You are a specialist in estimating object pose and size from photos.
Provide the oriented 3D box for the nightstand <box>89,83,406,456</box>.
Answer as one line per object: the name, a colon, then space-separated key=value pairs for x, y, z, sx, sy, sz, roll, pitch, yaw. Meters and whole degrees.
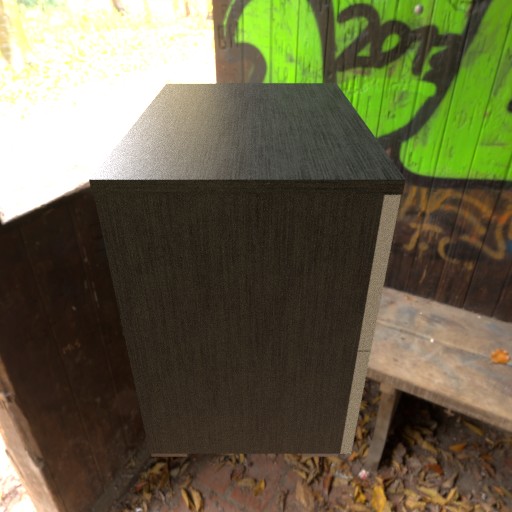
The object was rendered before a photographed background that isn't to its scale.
nightstand: x=0.000 y=0.000 z=0.741 sx=0.325 sy=0.460 sz=0.441 roll=0 pitch=33 yaw=0
